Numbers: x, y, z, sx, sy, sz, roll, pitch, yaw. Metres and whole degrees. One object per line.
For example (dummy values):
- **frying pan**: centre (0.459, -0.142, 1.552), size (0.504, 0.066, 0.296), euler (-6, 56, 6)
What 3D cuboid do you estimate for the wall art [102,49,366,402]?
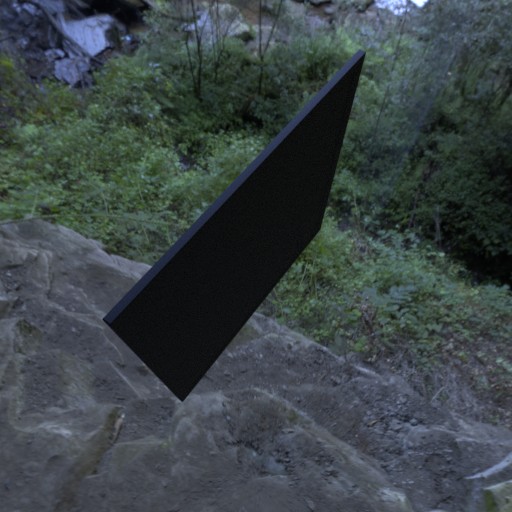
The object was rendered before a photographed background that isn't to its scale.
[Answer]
- **wall art**: centre (0.000, 0.000, 0.849), size (0.012, 0.558, 0.562), euler (34, 68, 16)
